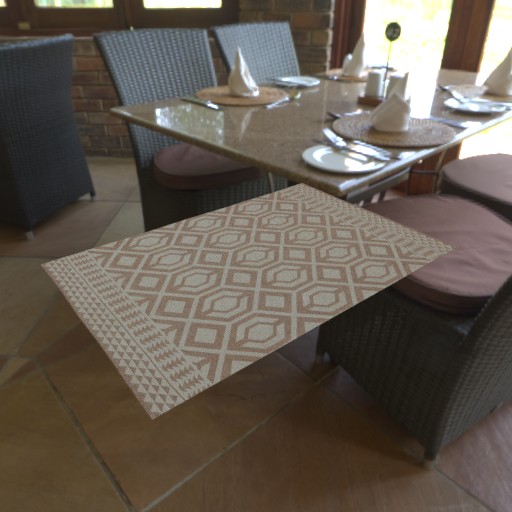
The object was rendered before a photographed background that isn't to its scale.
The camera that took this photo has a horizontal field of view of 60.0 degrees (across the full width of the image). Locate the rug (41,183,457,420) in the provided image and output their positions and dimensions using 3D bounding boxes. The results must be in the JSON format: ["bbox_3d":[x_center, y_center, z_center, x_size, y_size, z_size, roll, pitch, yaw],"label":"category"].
[{"bbox_3d":[0.000,0.000,2.332,1.829,0.008,1.219,-22,37,-33],"label":"rug"}]
